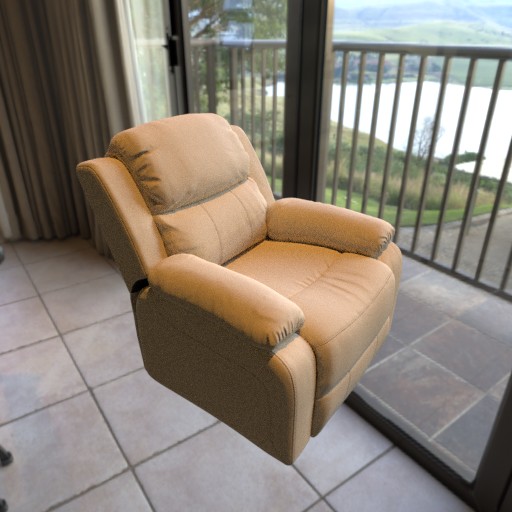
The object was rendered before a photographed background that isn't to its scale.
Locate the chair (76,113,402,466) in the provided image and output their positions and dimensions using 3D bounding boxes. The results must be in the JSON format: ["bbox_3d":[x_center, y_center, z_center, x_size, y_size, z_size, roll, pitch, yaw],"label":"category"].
[{"bbox_3d":[0.000,0.000,1.254,0.709,0.702,0.680,18,33,31],"label":"chair"}]
